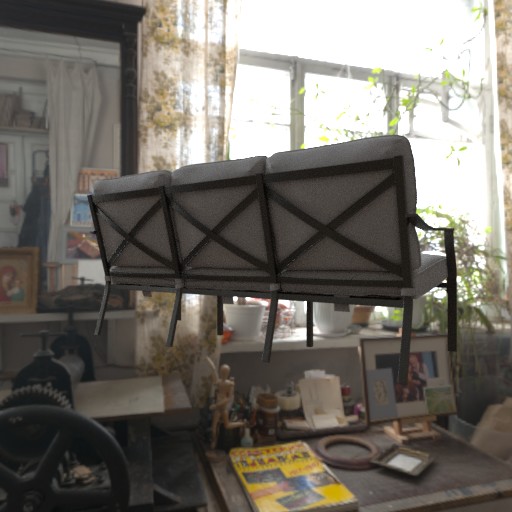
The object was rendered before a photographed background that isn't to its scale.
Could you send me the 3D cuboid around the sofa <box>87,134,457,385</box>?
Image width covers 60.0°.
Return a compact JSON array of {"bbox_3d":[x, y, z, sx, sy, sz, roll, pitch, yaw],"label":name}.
[{"bbox_3d":[0.000,0.000,2.214,1.740,0.860,0.787,0,0,34],"label":"sofa"}]
